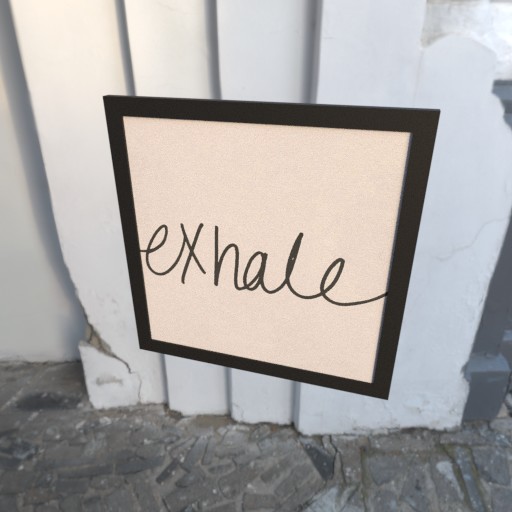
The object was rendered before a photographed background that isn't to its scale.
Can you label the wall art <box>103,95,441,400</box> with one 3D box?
[{"bbox_3d":[0.000,0.000,0.538,0.358,0.357,0.012,8,28,15],"label":"wall art"}]
